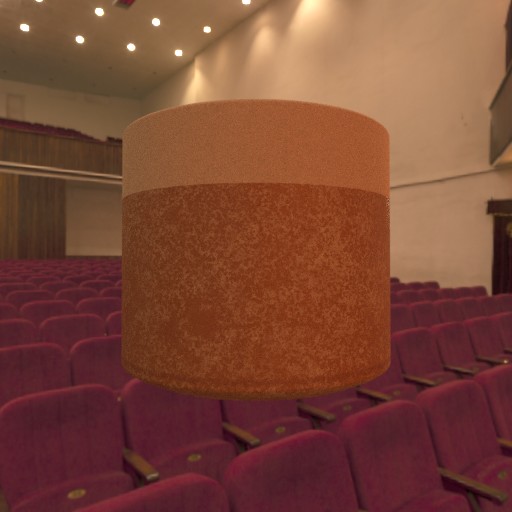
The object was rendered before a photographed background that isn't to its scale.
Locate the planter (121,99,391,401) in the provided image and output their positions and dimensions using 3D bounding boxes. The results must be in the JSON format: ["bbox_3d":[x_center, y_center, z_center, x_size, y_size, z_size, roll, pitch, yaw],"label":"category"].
[{"bbox_3d":[0.000,0.000,0.274,0.159,0.138,0.159,0,-1,0],"label":"planter"}]
